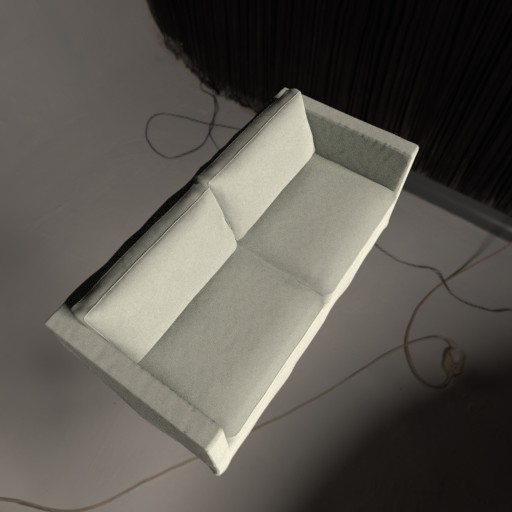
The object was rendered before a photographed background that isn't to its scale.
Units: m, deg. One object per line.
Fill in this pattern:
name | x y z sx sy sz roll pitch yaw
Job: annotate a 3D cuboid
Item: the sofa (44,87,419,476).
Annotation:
sofa | 0.000 0.000 2.474 0.940 0.870 1.987 30 63 18
